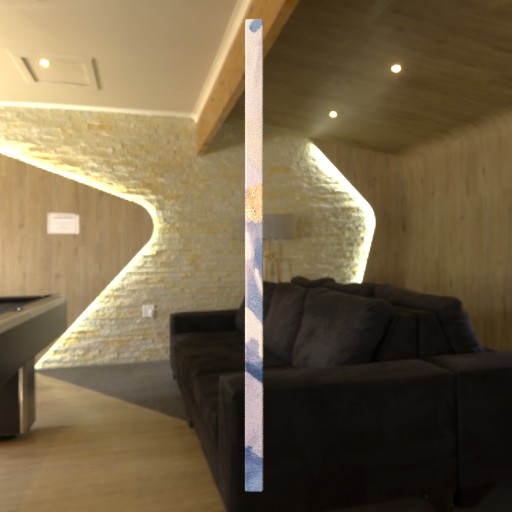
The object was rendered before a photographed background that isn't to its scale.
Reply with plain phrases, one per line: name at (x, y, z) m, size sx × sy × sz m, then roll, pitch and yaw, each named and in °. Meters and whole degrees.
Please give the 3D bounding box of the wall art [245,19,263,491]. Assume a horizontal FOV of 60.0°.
wall art at (0.000, 0.000, 1.330) m, size 0.038 × 1.015 × 0.761 m, roll 0°, pitch -1°, yaw 1°
